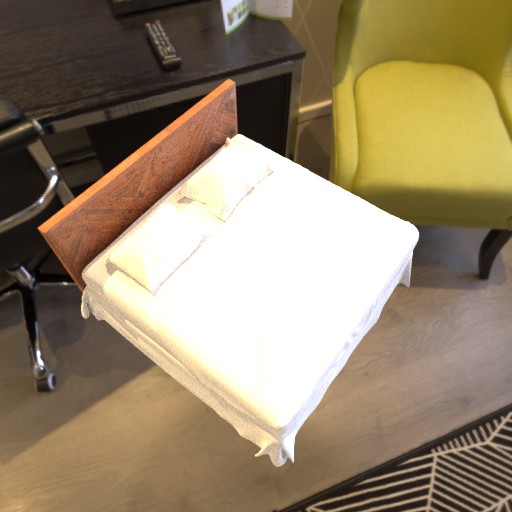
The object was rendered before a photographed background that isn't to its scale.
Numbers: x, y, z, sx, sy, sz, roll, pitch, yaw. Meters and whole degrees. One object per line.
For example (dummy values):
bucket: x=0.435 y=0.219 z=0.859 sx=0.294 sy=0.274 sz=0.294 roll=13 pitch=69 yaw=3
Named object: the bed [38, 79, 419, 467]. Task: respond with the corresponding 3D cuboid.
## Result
bed: x=0.000 y=0.000 z=3.523 sx=2.165 sy=1.158 sz=2.255 roll=33 pitch=63 yaw=19
